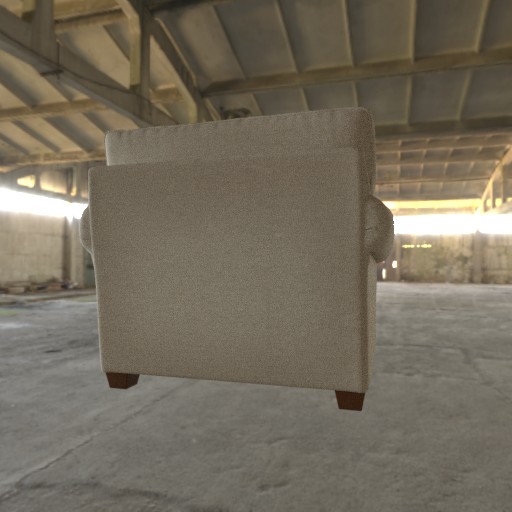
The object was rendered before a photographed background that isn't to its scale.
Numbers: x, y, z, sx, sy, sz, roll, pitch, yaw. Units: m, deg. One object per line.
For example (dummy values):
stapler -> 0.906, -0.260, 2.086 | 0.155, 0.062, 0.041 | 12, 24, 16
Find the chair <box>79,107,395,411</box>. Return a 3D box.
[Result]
chair -> 0.000, 0.000, 1.829 | 1.092, 0.961, 0.965 | 0, -1, 17
